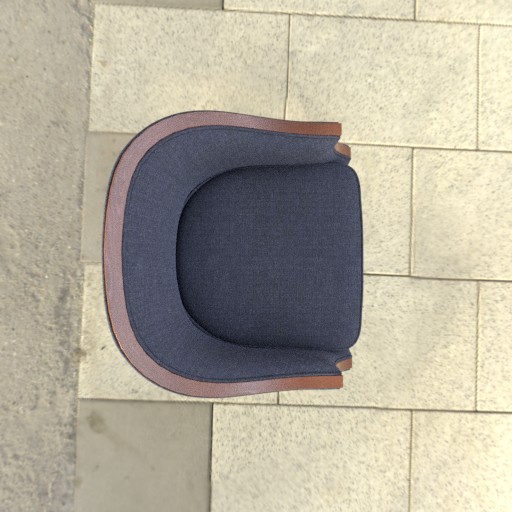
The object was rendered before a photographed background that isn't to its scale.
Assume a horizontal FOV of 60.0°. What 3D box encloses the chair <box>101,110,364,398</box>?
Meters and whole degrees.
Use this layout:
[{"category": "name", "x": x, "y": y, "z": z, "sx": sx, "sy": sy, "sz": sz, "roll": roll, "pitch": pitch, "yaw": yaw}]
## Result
[{"category": "chair", "x": 0.000, "y": 0.000, "z": 1.452, "sx": 0.735, "sy": 0.876, "sz": 0.803, "roll": 0, "pitch": 88, "yaw": -1}]
